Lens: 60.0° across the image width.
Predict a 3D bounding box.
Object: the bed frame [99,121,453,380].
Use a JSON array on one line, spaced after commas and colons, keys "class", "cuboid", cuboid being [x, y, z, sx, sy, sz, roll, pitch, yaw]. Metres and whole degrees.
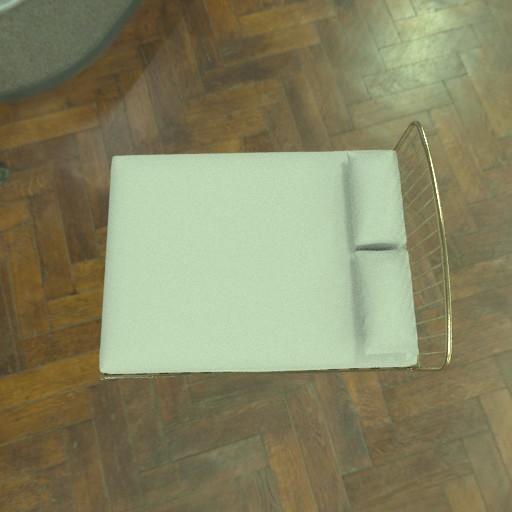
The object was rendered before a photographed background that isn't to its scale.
[{"class": "bed frame", "cuboid": [0.000, 0.000, 3.076, 2.152, 1.175, 1.612, -1, 76, 0]}]
